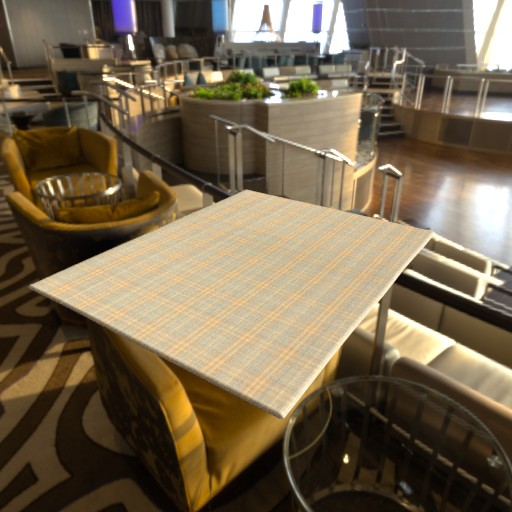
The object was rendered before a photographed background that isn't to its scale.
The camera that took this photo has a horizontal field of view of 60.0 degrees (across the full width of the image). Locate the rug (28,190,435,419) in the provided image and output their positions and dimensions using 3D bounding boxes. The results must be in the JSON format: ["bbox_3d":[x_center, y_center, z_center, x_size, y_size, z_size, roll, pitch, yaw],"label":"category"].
[{"bbox_3d":[0.000,0.000,4.134,2.462,0.030,3.066,17,31,31],"label":"rug"}]
